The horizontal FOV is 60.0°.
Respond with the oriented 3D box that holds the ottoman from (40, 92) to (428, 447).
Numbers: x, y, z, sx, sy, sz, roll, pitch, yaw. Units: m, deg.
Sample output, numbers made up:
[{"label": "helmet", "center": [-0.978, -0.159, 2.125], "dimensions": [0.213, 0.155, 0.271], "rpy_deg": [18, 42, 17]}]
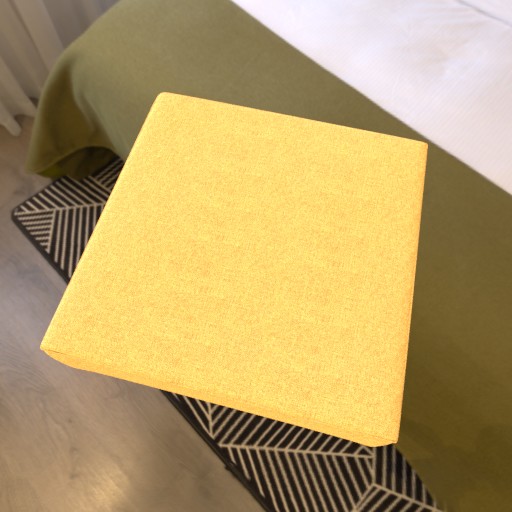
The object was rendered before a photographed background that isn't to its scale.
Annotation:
[{"label": "ottoman", "center": [0.000, 0.000, 1.476], "dimensions": [0.970, 0.378, 0.981], "rpy_deg": [13, 64, 6]}]
